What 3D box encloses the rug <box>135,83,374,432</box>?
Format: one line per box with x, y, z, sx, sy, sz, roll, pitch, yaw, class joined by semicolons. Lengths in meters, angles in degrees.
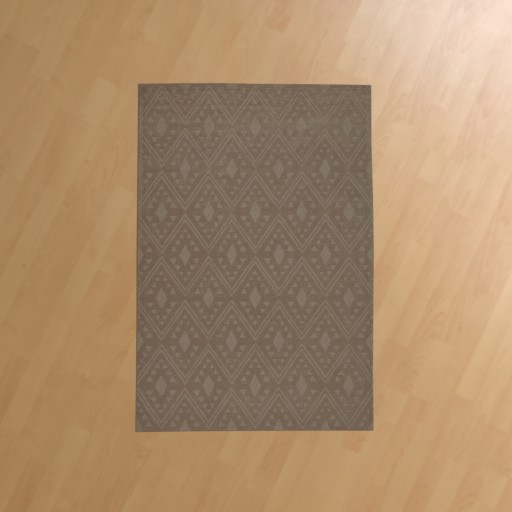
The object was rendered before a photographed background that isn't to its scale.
0.000;0.000;2.335;1.252;0.034;1.829;0;89;-1;rug
